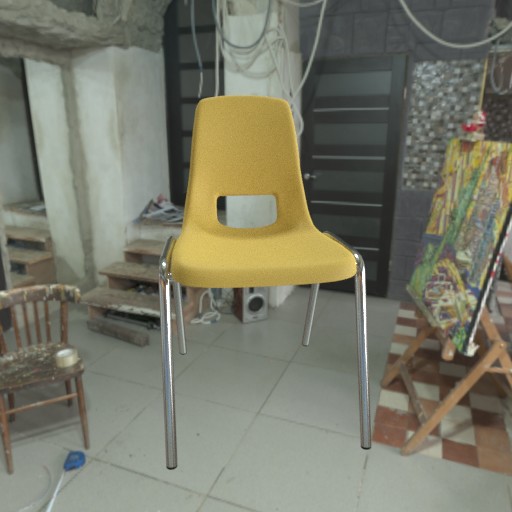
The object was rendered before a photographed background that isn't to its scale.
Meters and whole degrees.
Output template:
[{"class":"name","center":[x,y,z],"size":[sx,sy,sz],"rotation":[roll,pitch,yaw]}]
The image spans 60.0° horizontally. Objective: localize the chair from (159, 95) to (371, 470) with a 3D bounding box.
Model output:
[{"class":"chair","center":[0.000,0.000,0.919],"size":[0.381,0.653,0.436],"rotation":[-2,17,-8]}]
